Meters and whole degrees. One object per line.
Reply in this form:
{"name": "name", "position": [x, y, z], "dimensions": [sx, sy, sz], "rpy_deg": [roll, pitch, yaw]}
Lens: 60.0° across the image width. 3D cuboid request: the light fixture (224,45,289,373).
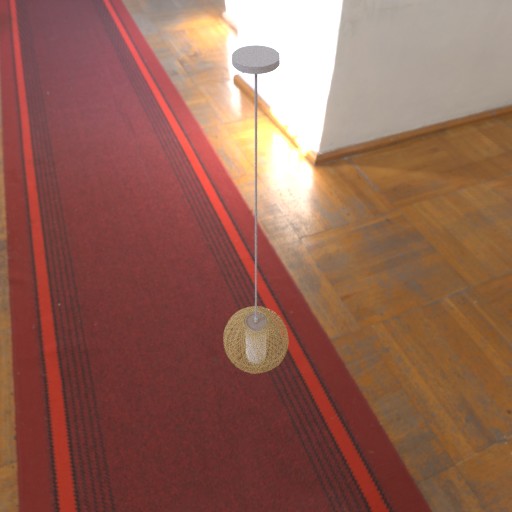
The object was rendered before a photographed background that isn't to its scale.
{"name": "light fixture", "position": [0.000, 0.000, 2.171], "dimensions": [0.406, 1.955, 0.407], "rpy_deg": [17, 50, 15]}
